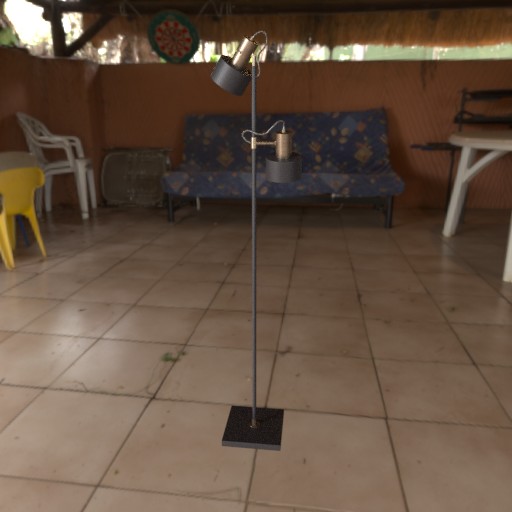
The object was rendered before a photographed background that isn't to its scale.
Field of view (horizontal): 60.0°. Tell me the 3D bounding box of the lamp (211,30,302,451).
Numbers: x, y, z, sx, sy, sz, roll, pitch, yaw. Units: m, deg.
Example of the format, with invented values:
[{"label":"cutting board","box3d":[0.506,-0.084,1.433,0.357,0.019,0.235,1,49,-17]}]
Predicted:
[{"label":"lamp","box3d":[0.000,0.000,1.632,0.315,1.505,0.233,2,17,7]}]
